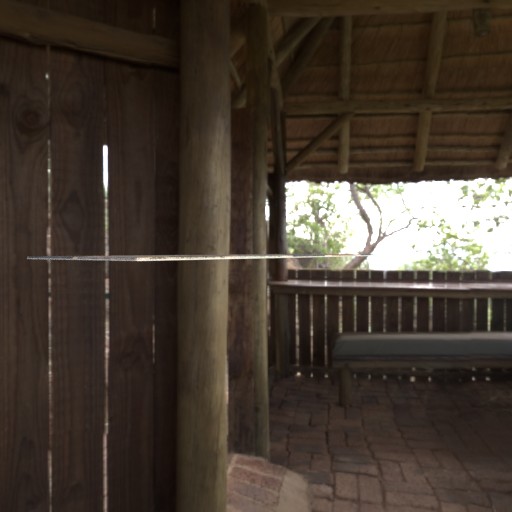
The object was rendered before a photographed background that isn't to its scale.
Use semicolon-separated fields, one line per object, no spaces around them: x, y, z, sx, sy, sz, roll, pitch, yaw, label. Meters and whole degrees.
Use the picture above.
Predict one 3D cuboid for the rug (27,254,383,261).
0.000;0.000;2.555;0.687;0.011;2.287;0;1;35;rug
